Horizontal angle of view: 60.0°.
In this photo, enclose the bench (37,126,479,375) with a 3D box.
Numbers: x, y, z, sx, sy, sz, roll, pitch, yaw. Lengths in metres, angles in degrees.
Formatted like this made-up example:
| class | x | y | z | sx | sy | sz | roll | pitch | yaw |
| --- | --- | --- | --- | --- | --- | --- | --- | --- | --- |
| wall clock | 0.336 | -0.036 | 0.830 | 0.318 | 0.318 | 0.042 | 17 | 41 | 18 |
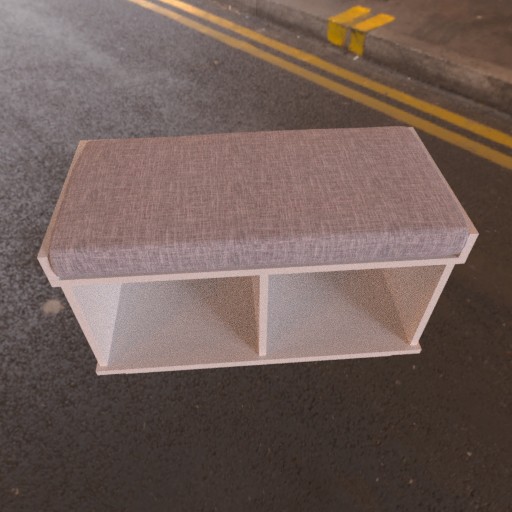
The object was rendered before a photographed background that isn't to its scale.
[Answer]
| class | x | y | z | sx | sy | sz | roll | pitch | yaw |
| --- | --- | --- | --- | --- | --- | --- | --- | --- | --- |
| bench | 0.000 | 0.000 | 0.996 | 0.734 | 0.461 | 0.362 | -3 | 46 | -3 |
